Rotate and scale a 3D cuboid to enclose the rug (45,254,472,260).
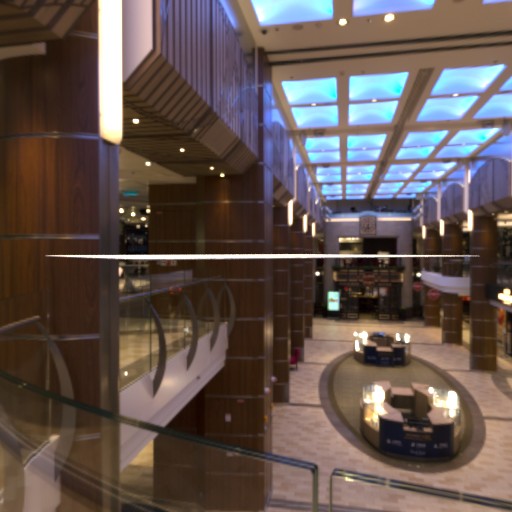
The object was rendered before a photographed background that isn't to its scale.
[{"bbox_3d":[0.000,0.000,3.757,2.892,0.006,2.283,0,1,-35],"label":"rug"}]
